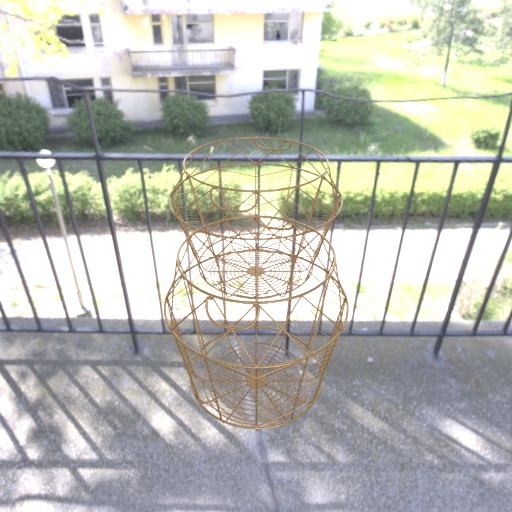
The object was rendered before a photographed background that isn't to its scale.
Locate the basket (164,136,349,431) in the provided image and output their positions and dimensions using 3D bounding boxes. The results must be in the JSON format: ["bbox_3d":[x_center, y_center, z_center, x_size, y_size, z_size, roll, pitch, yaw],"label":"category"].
[{"bbox_3d":[0.000,0.000,1.056,0.451,0.343,0.805,0,33,0],"label":"basket"}]
